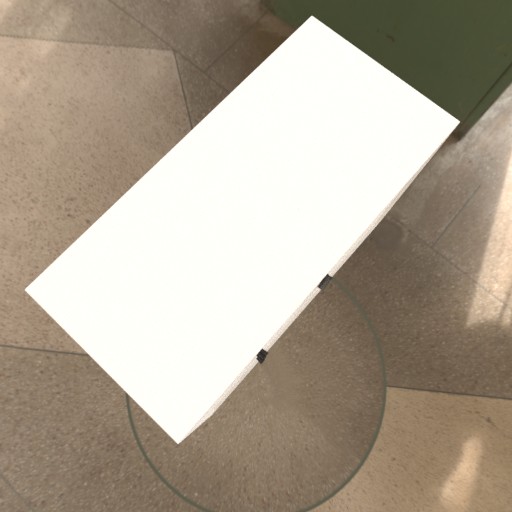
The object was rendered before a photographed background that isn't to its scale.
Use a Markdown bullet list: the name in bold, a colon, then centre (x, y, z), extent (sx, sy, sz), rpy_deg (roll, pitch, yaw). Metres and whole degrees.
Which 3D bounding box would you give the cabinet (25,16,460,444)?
- **cabinet**: centre (0.000, 0.000, 1.202), extent (0.398, 0.761, 0.800), rpy_deg (41, 79, 10)
